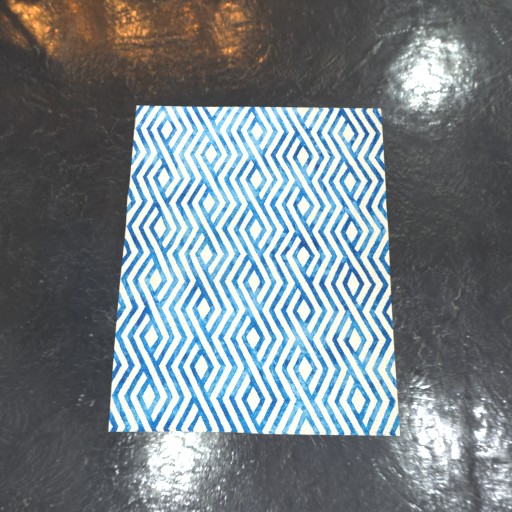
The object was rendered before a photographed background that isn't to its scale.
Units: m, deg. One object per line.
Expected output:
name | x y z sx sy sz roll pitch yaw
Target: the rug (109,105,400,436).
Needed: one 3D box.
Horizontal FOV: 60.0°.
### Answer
rug | 0.000 0.000 4.069 2.453 0.008 3.059 1 76 0
